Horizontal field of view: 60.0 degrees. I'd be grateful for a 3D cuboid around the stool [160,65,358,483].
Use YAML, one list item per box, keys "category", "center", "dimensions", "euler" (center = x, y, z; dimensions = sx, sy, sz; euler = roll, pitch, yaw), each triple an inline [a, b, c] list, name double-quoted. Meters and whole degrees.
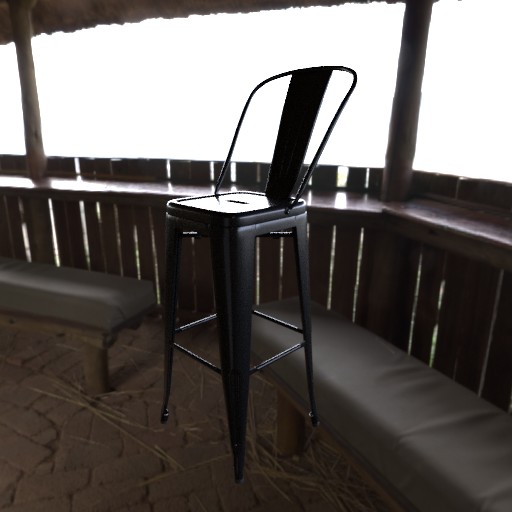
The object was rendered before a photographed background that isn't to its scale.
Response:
- category: "stool"
  center: [0.000, 0.000, 1.328]
  dimensions: [0.399, 1.096, 0.513]
  euler: [16, 22, 43]
